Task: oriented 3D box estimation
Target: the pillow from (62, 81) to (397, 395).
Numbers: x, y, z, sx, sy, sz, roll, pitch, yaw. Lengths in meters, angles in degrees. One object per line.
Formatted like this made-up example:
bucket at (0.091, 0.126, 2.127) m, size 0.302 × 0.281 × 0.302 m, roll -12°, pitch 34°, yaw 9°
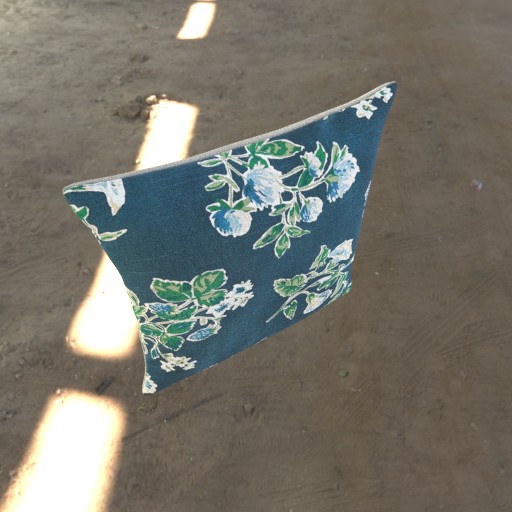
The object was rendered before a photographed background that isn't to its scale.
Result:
pillow at (0.000, 0.000, 0.788) m, size 0.525 × 0.508 × 0.166 m, roll -24°, pitch 51°, yaw -21°
